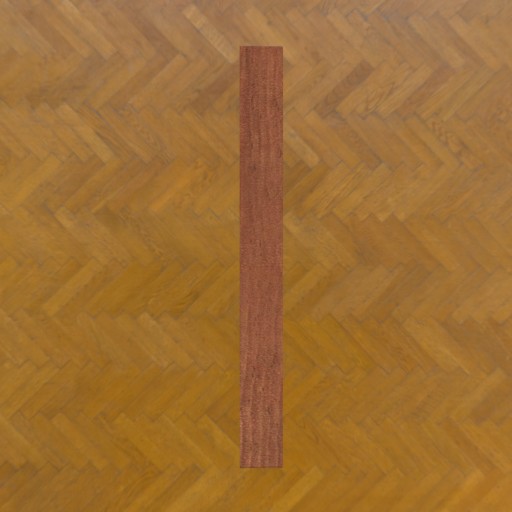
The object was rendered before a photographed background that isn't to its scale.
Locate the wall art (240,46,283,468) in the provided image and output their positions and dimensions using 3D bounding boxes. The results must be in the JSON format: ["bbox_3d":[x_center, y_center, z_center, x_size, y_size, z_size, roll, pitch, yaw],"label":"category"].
[{"bbox_3d":[0.000,0.000,0.621,0.039,0.449,0.377,0,90,-1],"label":"wall art"}]
